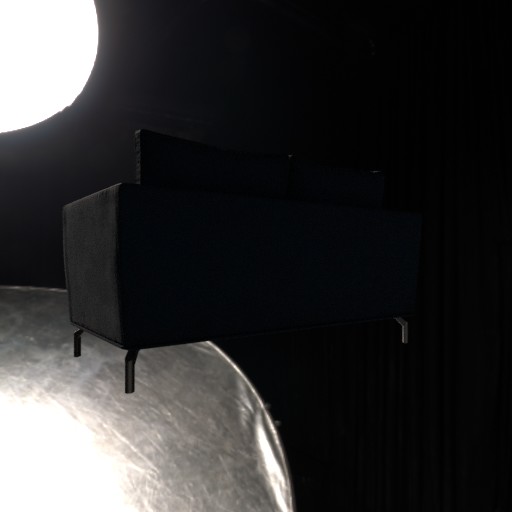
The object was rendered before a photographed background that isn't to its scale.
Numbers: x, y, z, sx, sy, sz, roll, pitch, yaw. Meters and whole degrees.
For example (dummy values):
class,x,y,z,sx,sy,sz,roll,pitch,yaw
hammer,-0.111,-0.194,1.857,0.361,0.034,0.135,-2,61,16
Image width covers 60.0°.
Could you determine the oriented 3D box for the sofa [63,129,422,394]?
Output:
class,x,y,z,sx,sy,sz,roll,pitch,yaw
sofa,0.000,0.000,2.373,1.770,1.002,0.853,0,0,-36
